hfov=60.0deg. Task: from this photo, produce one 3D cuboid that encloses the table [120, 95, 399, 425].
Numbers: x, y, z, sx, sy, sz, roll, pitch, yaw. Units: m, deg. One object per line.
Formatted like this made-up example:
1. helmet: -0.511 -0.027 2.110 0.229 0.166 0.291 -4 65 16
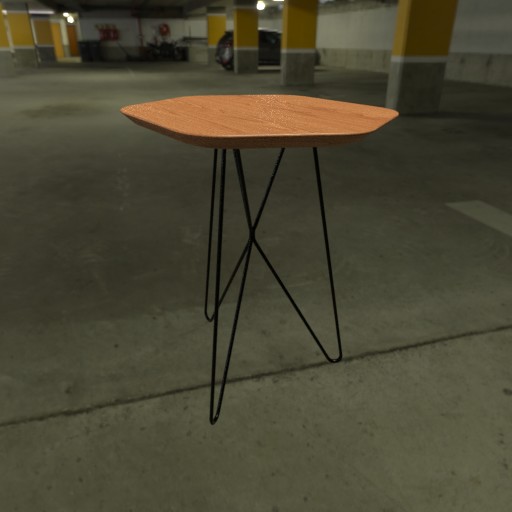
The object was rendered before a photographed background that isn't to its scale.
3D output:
1. table: 0.000 0.000 0.886 0.400 0.562 0.500 -16 30 -30
